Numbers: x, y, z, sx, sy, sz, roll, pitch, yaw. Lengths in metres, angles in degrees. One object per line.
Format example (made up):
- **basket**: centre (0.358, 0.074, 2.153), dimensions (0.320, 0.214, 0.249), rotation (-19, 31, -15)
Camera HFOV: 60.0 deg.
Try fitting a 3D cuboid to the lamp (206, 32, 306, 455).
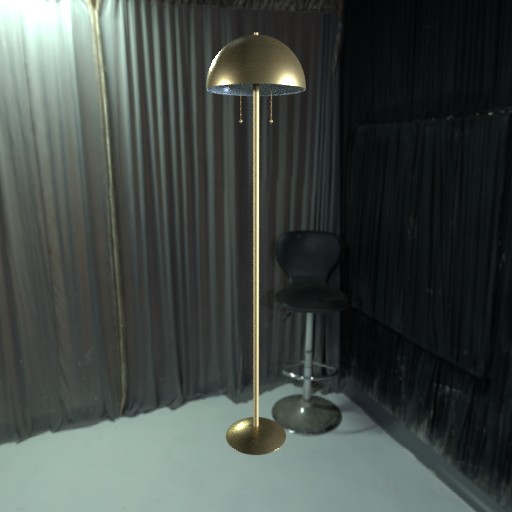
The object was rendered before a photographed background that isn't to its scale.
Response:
- **lamp**: centre (0.000, 0.000, 1.605), dimensions (0.328, 1.480, 0.328), rotation (-7, 15, -26)
